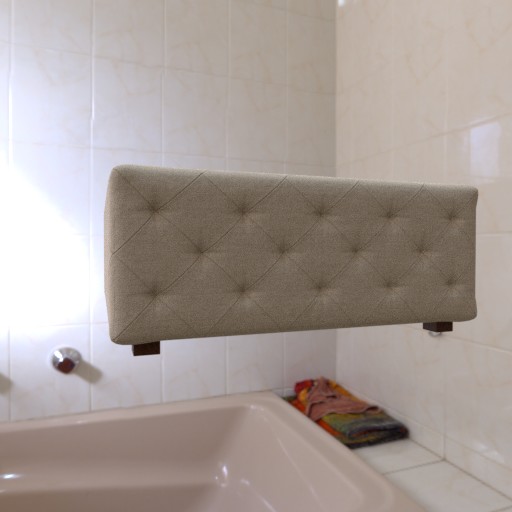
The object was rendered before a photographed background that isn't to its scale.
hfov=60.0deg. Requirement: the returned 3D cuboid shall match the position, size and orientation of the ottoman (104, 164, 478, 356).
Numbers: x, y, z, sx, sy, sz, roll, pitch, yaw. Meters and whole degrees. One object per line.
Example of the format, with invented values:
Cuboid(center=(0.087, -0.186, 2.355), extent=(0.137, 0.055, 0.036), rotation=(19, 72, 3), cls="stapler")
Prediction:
Cuboid(center=(0.000, 0.000, 1.596), extent=(1.028, 0.439, 1.028), rotation=(0, 1, -19), cls="ottoman")
